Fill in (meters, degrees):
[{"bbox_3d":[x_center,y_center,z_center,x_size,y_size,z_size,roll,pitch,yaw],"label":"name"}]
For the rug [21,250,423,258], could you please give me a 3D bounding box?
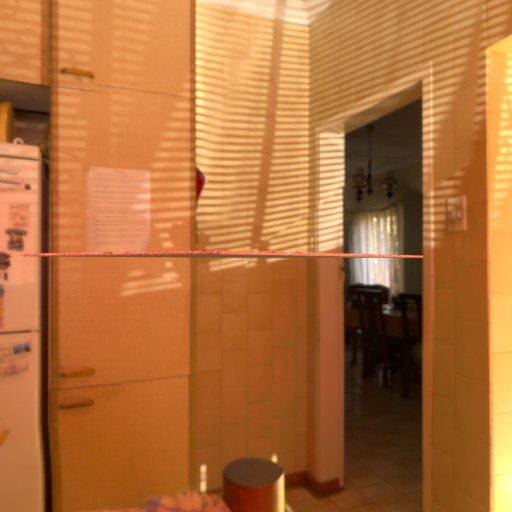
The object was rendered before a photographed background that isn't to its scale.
[{"bbox_3d":[0.000,0.000,3.043,1.524,0.015,2.438,0,-1,37],"label":"rug"}]
